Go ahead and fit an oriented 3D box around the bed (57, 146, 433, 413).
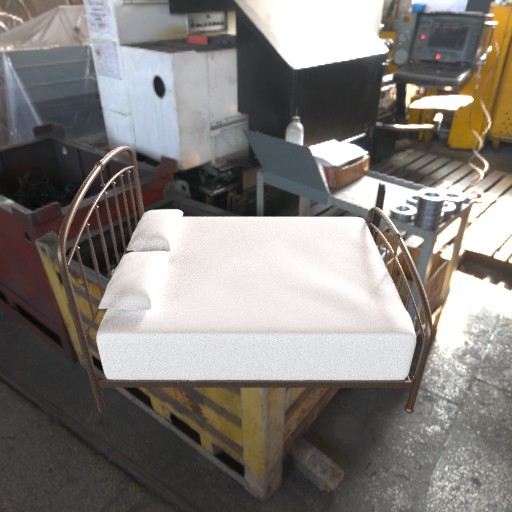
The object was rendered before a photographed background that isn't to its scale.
[{"bbox_3d":[0.000,0.000,3.352,2.168,1.475,1.711,0,32,0],"label":"bed"}]
